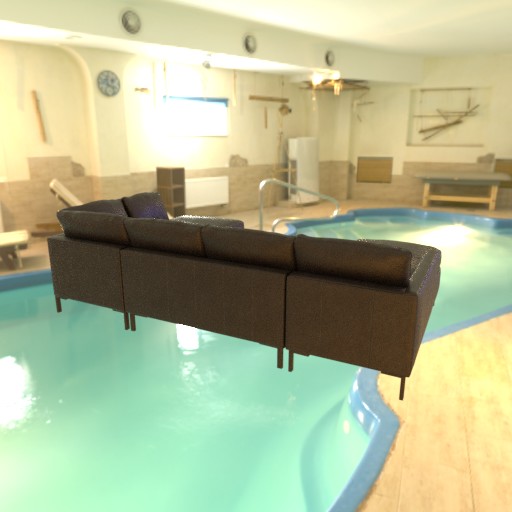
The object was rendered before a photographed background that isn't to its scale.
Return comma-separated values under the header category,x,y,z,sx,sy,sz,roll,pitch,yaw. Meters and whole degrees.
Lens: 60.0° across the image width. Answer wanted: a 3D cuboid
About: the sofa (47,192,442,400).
category,x,y,z,sx,sy,sz,roll,pitch,yaw
sofa,0.000,0.000,3.874,2.956,0.900,1.939,8,17,26
